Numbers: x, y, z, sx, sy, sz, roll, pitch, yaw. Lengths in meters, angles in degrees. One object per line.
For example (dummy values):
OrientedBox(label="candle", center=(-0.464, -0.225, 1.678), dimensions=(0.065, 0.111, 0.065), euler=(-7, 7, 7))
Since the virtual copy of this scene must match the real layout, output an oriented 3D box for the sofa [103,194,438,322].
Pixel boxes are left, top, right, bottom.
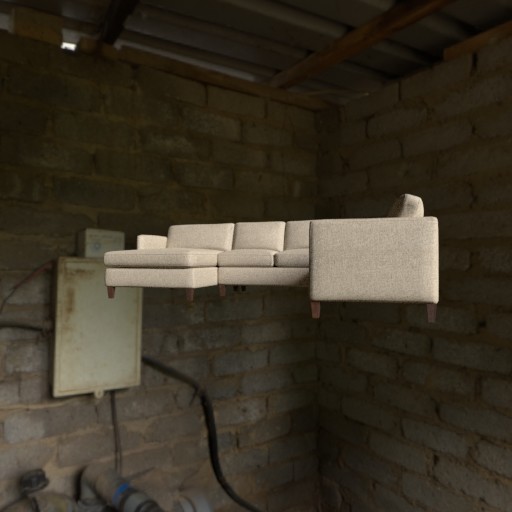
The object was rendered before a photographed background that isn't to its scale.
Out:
OrientedBox(label="sofa", center=(0.000, 0.000, 4.805), dimensions=(3.460, 0.959, 2.593), euler=(0, 0, 17))
